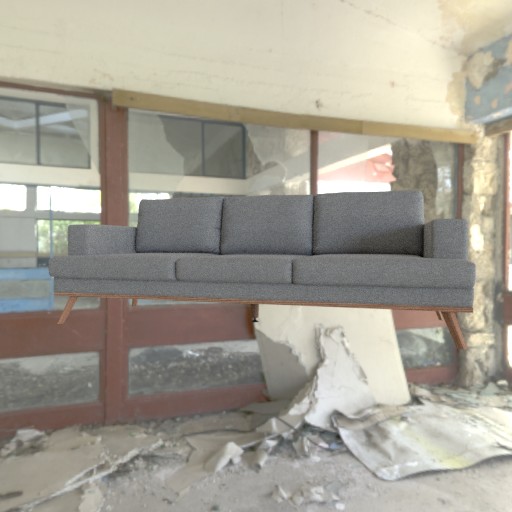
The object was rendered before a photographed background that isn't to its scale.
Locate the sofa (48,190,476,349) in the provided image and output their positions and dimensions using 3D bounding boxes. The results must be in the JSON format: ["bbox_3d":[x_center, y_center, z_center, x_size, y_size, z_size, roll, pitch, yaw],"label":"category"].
[{"bbox_3d":[0.000,0.000,2.714,2.310,0.810,0.920,0,2,17],"label":"sofa"}]
